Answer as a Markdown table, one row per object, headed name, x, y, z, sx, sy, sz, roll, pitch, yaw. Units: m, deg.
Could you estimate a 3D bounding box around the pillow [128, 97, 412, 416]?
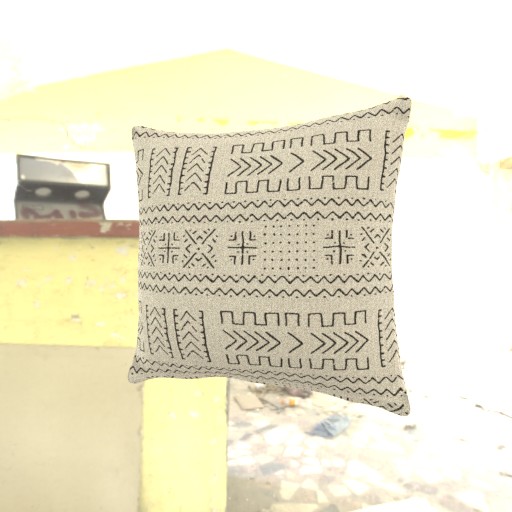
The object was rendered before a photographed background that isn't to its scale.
| name | x | y | z | sx | sy | sz | roll | pitch | yaw |
| --- | --- | --- | --- | --- | --- | --- | --- | --- | --- |
| pillow | 0.000 | 0.000 | 0.661 | 0.438 | 0.430 | 0.164 | 0 | 1 | 18 |
